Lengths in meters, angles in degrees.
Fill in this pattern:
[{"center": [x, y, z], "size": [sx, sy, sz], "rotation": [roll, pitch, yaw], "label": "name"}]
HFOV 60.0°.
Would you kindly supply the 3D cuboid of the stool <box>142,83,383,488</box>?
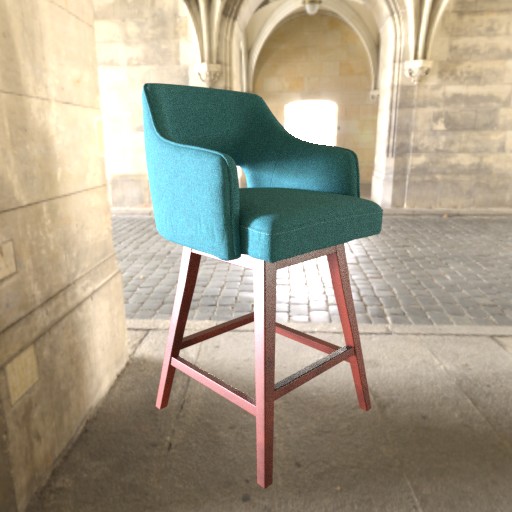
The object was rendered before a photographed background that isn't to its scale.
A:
[{"center": [0.000, 0.000, 1.280], "size": [0.548, 0.961, 0.556], "rotation": [-14, 20, -43], "label": "stool"}]
